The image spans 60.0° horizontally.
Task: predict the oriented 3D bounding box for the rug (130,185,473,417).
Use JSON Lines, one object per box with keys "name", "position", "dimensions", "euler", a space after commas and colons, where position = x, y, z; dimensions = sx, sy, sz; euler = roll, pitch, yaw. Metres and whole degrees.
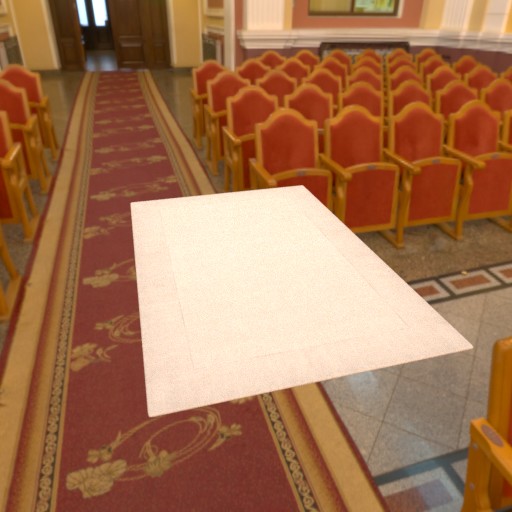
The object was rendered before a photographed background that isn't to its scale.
{"name": "rug", "position": [0.000, 0.000, 2.315], "dimensions": [1.219, 0.013, 1.829], "euler": [-8, 30, -14]}
